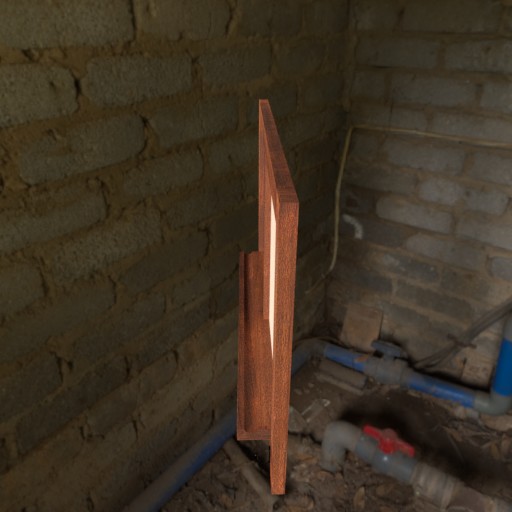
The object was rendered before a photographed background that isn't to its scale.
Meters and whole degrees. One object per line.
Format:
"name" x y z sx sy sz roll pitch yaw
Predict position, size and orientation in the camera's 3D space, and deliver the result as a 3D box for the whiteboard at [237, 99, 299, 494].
"whiteboard" 0.000 0.000 0.995 0.083 0.553 0.768 -1 28 -1
